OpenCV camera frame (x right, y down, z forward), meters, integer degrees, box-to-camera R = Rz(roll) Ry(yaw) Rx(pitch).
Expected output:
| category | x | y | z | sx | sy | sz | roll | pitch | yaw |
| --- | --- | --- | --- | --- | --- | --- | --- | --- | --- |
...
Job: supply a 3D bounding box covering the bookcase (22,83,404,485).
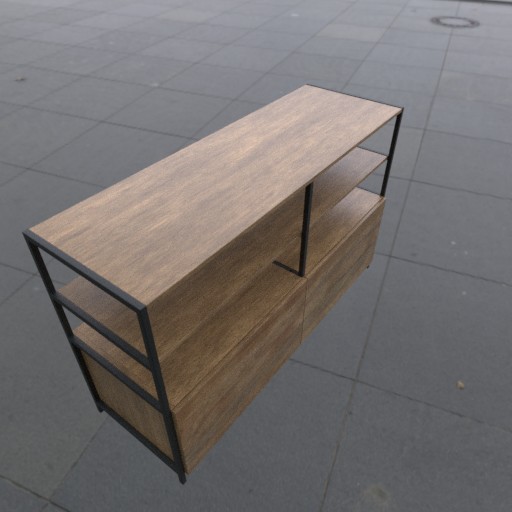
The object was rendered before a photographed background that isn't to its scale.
| category | x | y | z | sx | sy | sz | roll | pitch | yaw |
| --- | --- | --- | --- | --- | --- | --- | --- | --- | --- |
| bookcase | 0.000 | 0.000 | 1.437 | 0.391 | 0.712 | 1.149 | 26 | 47 | 28 |
